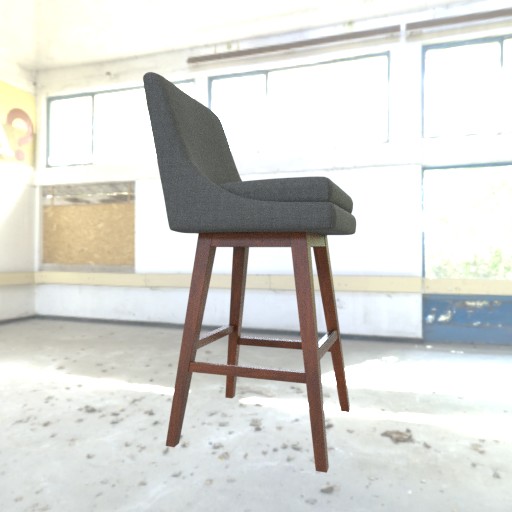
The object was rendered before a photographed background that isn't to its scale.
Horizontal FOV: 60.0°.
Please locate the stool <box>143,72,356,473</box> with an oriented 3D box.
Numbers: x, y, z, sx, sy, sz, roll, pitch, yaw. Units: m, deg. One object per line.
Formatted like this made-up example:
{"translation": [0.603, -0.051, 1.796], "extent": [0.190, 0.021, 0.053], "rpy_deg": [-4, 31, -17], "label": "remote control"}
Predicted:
{"translation": [0.000, 0.000, 1.272], "extent": [0.524, 0.977, 0.447], "rpy_deg": [0, 1, 19], "label": "stool"}
